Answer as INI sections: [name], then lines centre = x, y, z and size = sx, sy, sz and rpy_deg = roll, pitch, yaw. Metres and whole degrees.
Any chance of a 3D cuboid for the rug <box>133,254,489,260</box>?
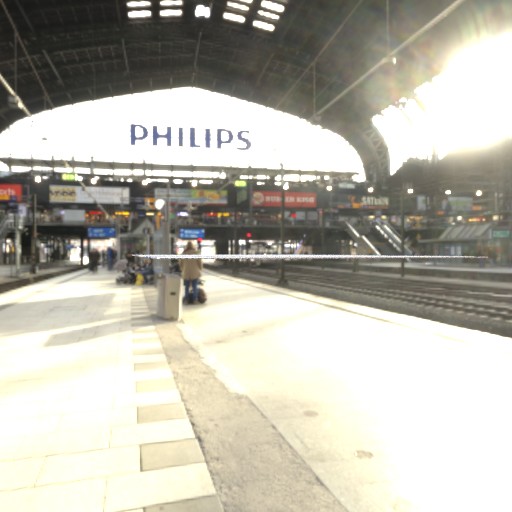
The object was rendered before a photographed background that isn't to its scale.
[rug]
centre = 0.000, 0.000, 3.030
size = 1.532, 0.010, 2.441
rpy_deg = 0, 0, -18
